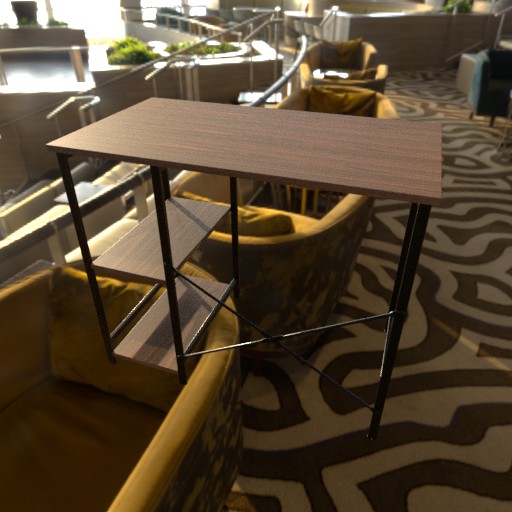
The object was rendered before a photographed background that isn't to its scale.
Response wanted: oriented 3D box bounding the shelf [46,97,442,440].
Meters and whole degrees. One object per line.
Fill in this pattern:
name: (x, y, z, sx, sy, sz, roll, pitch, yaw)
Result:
shelf: (0.000, 0.000, 1.343, 0.902, 0.750, 0.498, 11, 34, 16)
